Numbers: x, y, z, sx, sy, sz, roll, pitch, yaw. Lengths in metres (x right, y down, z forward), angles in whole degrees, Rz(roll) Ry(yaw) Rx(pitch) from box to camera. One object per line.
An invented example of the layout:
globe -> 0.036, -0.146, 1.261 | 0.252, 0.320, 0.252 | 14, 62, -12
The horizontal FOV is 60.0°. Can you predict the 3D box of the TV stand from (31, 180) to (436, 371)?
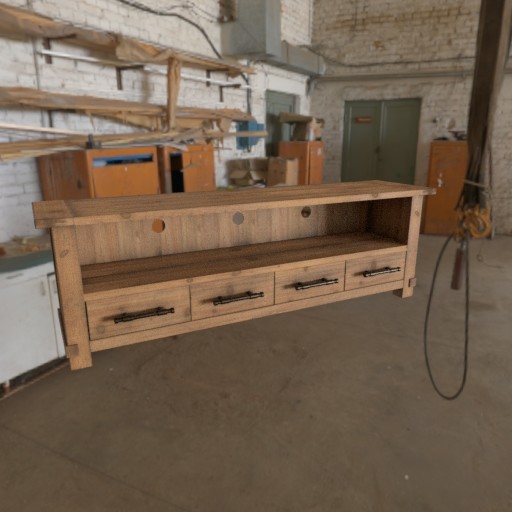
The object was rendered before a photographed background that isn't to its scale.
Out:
TV stand -> 0.000, 0.000, 2.066 | 1.804, 0.573, 0.453 | -8, 18, -26
